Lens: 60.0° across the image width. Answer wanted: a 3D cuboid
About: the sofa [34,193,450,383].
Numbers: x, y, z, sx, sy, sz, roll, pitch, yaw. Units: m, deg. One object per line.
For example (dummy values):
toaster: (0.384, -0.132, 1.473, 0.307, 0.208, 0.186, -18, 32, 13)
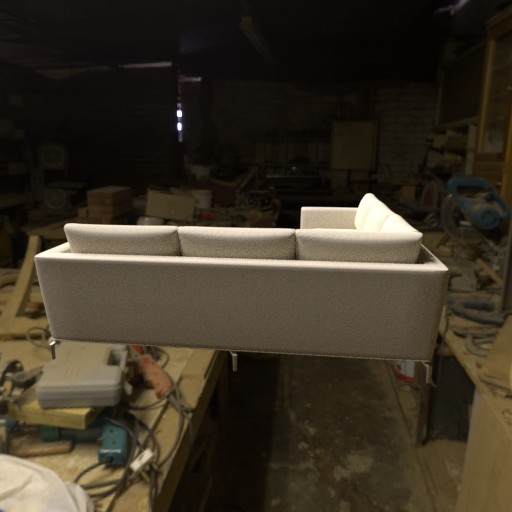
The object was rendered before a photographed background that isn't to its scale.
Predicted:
sofa: (0.000, 0.000, 3.761, 2.448, 0.867, 2.430, 2, 14, 7)
